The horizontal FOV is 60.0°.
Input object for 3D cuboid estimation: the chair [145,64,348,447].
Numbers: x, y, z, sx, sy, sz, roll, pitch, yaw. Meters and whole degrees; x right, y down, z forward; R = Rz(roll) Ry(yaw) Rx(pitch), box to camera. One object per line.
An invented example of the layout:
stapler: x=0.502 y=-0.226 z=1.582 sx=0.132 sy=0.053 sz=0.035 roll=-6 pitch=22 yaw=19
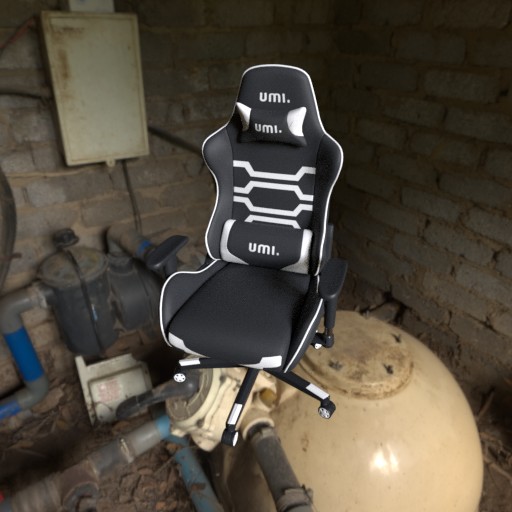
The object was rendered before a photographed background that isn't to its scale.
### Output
chair: x=0.000 y=0.000 z=1.603 sx=0.700 sy=1.240 sz=0.700 roll=9 pitch=30 yaw=16
